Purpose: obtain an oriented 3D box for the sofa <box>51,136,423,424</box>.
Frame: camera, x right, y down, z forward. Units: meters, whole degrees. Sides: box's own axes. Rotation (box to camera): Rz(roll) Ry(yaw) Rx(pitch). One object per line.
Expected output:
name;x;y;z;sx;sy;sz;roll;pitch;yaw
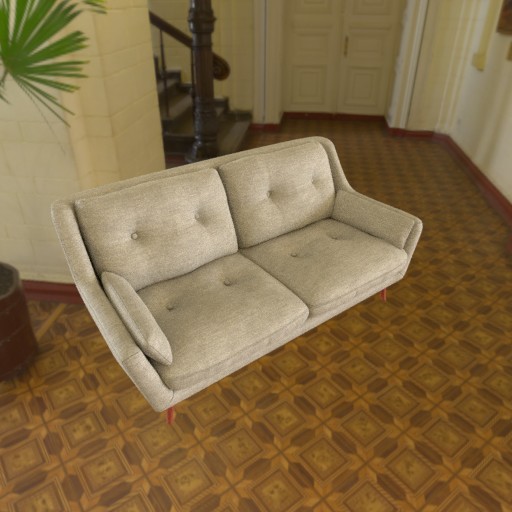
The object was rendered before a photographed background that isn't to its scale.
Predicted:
sofa;0.000;0.000;2.513;1.930;0.897;0.976;-22;37;-32
